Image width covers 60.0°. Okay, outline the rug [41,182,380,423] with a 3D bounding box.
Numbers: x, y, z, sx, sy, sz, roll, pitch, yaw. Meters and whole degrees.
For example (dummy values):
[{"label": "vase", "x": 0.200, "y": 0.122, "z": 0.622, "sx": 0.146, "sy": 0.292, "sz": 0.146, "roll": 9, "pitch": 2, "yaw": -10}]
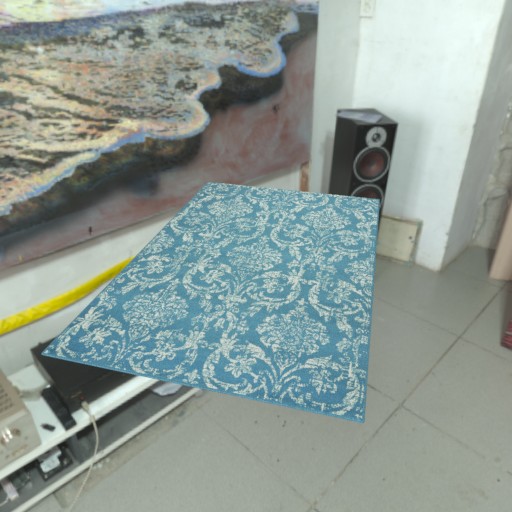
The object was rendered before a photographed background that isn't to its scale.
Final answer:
[{"label": "rug", "x": 0.000, "y": 0.000, "z": 3.473, "sx": 1.816, "sy": 0.018, "sz": 2.746, "roll": 8, "pitch": 32, "yaw": 13}]
